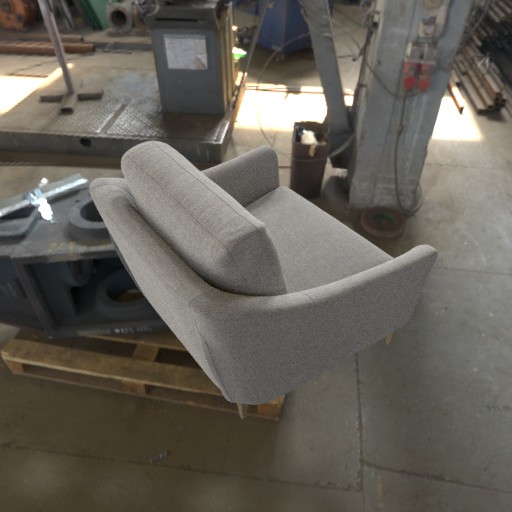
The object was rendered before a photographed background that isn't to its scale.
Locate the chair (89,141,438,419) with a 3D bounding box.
[{"bbox_3d":[0.000,0.000,1.754,0.961,0.902,0.986,-27,49,-27],"label":"chair"}]
